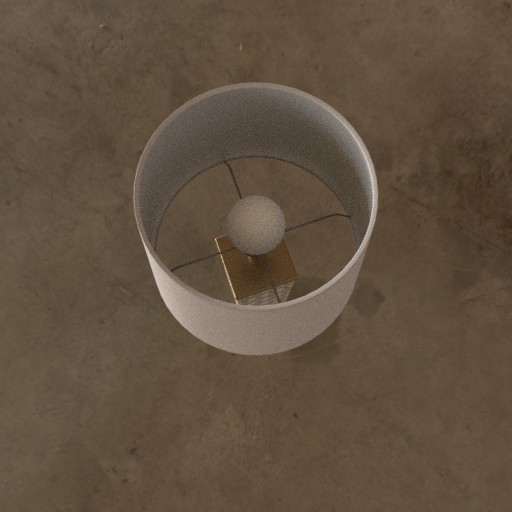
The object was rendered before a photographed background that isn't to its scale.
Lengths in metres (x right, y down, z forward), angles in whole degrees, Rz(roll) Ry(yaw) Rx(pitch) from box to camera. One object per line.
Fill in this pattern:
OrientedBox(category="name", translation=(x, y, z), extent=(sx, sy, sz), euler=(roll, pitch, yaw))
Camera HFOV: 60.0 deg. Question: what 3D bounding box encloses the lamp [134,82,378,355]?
OrientedBox(category="lamp", translation=(0.000, 0.000, 0.569), extent=(0.251, 0.435, 0.251), euler=(0, 75, 0))
